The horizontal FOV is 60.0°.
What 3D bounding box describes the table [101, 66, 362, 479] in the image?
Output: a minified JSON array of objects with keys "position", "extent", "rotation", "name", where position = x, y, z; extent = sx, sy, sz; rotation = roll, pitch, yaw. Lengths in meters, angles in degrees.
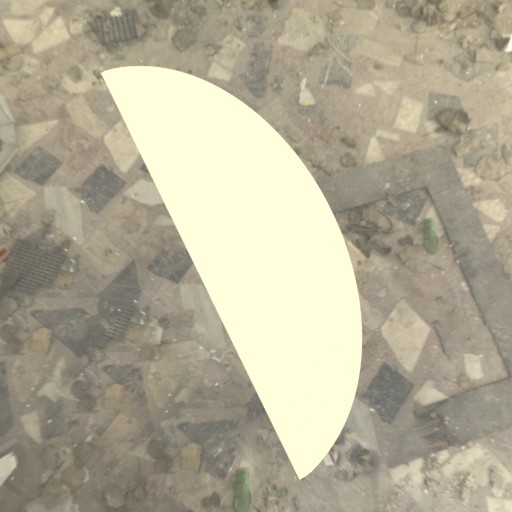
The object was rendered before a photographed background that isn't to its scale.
[{"position":[0.000,0.000,1.562],"extent":[0.394,0.780,1.219],"rotation":[-26,78,-6],"name":"table"}]
